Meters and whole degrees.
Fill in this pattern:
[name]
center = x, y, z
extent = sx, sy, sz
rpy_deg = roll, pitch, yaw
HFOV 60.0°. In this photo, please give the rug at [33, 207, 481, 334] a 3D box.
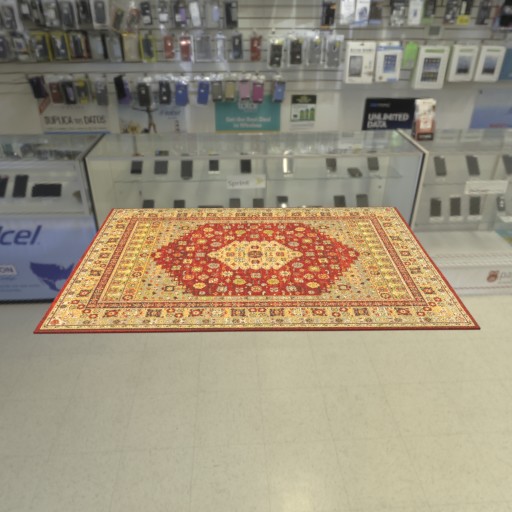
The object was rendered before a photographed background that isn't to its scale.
[rug]
center = 0.000, 0.000, 2.296
extent = 1.802, 0.013, 1.194
rpy_deg = 0, 30, -1
